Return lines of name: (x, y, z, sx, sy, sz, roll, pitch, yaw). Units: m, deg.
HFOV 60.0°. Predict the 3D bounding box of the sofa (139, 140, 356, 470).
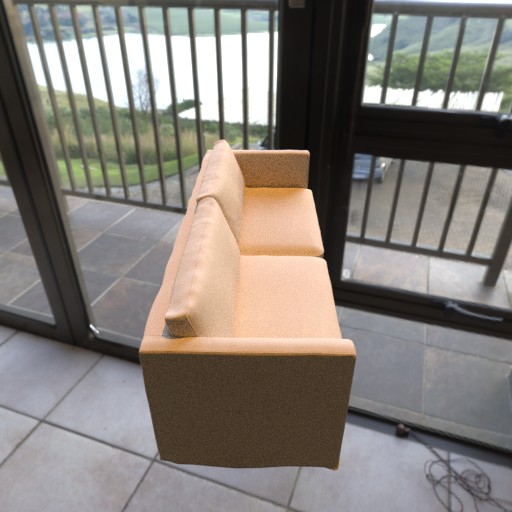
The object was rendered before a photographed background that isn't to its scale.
sofa: (0.000, 0.000, 3.326, 1.036, 0.999, 2.779, 1, 32, 1)
